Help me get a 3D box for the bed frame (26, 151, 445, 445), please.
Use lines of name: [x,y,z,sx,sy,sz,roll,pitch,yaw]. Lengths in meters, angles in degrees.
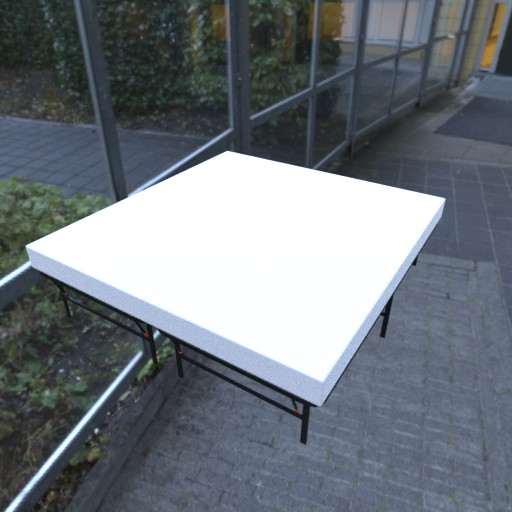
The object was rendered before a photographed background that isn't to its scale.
bed frame: [0.000,0.000,3.042,1.930,0.559,2.032,19,36,27]
